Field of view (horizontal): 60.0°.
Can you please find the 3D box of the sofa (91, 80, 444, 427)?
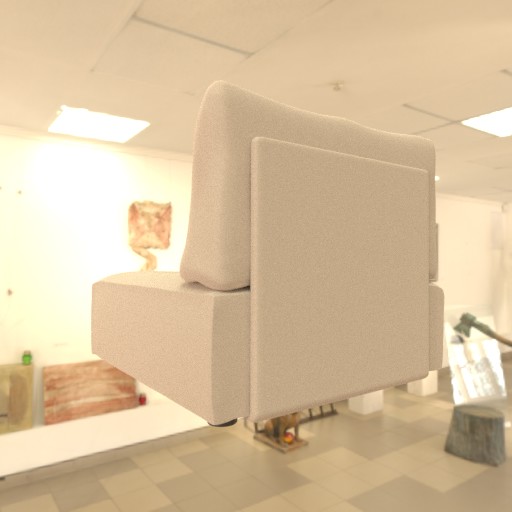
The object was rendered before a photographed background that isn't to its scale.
[{"bbox_3d":[0.000,0.000,1.662,0.935,0.828,1.000,0,-1,-36],"label":"sofa"}]
